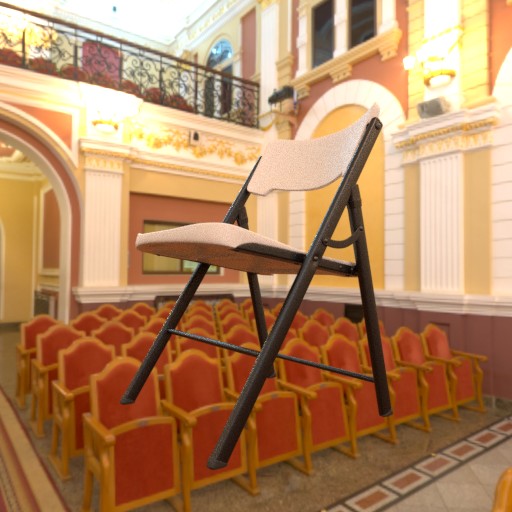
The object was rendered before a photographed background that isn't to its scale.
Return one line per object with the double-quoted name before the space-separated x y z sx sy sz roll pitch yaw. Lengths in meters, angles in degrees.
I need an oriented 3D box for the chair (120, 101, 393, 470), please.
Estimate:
"chair" 0.000 0.000 1.124 0.577 0.765 0.482 1 -2 -36
